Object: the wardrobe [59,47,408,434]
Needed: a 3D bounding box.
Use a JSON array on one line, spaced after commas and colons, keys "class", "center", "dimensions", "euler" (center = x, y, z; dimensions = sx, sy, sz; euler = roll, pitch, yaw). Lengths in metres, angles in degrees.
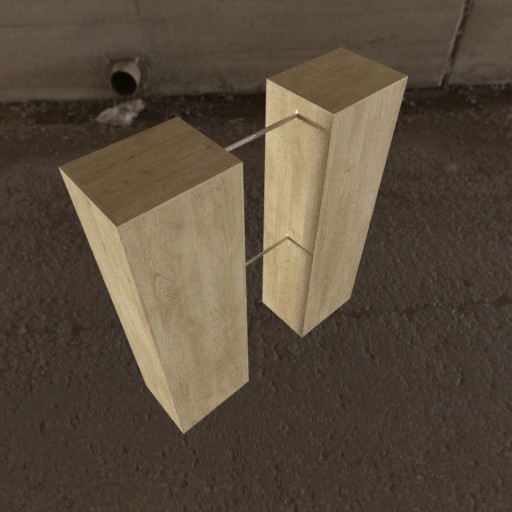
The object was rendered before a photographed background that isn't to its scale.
[{"class": "wardrobe", "center": [0.000, 0.000, 2.859], "dimensions": [1.770, 2.000, 0.480], "euler": [-33, 56, -26]}]
